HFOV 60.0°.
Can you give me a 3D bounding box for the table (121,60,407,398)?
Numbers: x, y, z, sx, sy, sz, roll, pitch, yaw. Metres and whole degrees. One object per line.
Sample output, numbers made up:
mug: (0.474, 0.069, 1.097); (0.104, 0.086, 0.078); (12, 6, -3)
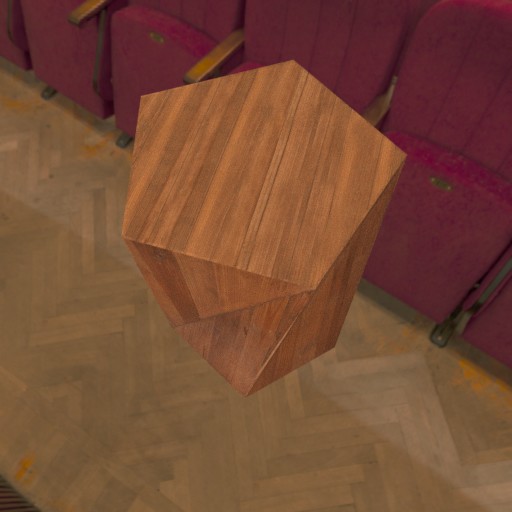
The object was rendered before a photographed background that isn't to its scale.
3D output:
table: (0.000, 0.000, 0.907); (0.441, 0.604, 0.425); (33, 67, 16)
